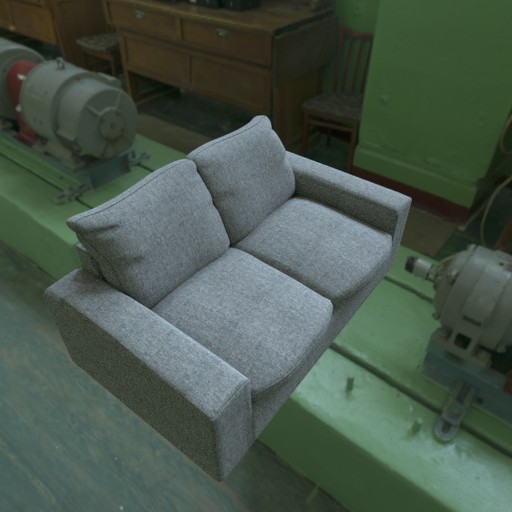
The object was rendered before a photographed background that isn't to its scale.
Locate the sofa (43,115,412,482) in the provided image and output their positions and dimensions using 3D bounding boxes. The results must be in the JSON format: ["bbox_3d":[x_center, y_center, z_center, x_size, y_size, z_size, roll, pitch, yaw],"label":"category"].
[{"bbox_3d":[0.000,0.000,2.338,1.094,0.877,1.758,26,47,27],"label":"sofa"}]
